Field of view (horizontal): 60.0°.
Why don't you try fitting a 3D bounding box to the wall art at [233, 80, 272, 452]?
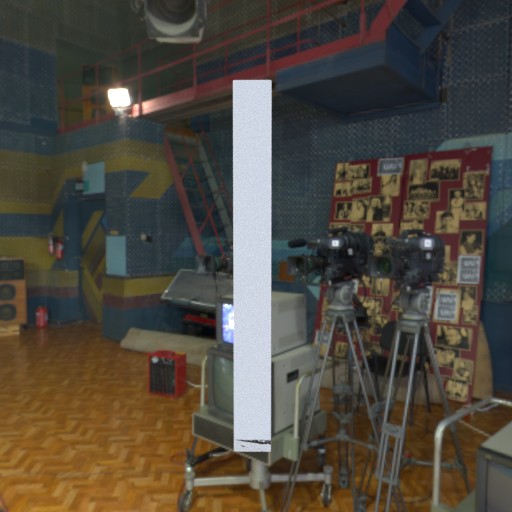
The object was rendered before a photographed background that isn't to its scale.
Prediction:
[{"bbox_3d":[0.000,0.000,0.796,0.042,0.414,0.608,0,3,1],"label":"wall art"}]
